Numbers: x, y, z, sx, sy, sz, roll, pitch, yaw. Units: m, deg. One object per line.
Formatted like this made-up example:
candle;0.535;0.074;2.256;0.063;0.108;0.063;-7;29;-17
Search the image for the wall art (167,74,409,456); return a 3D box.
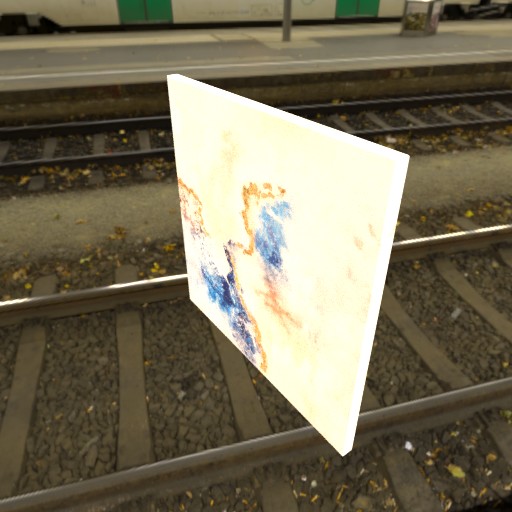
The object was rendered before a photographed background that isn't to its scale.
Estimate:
wall art;0.000;0.000;1.333;0.038;0.889;0.889;-22;39;-30
